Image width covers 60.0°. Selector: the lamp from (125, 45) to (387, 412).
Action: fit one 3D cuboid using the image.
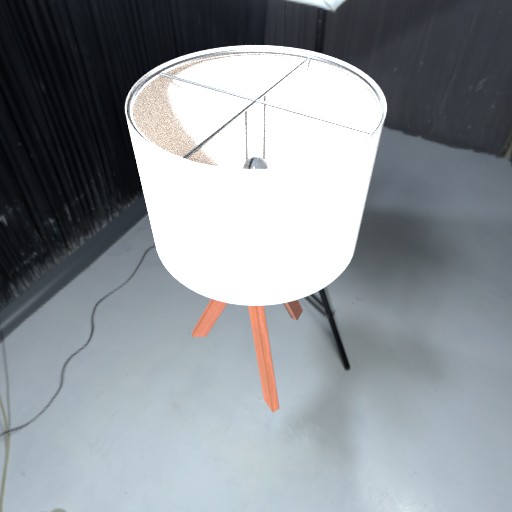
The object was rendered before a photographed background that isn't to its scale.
[{"bbox_3d":[0.000,0.000,0.903,0.380,0.686,0.380,23,50,21],"label":"lamp"}]
